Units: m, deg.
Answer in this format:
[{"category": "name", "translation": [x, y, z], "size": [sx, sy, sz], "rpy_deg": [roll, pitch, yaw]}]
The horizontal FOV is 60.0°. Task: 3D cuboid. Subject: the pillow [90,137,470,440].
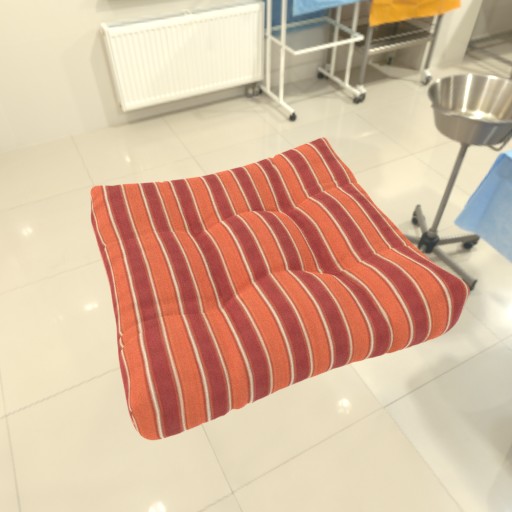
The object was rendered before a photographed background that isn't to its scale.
[{"category": "pillow", "translation": [0.000, 0.000, 0.737], "size": [0.490, 0.133, 0.468], "rpy_deg": [-15, 48, -14]}]
